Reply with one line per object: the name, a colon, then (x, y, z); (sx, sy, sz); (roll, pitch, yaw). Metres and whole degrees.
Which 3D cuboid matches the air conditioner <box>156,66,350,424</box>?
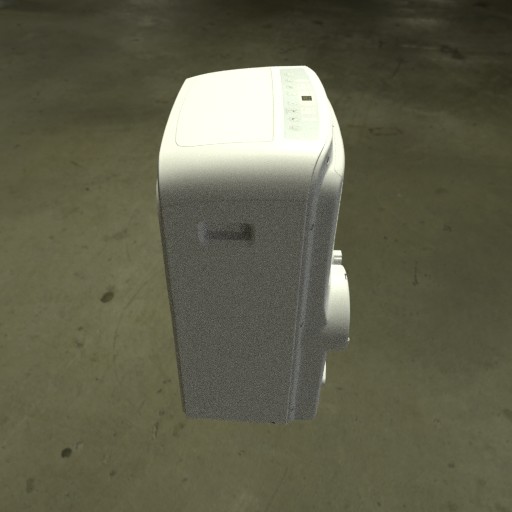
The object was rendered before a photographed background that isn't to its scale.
air conditioner: (0.000, 0.000, 0.969); (0.365, 0.700, 0.454); (0, 41, 0)
